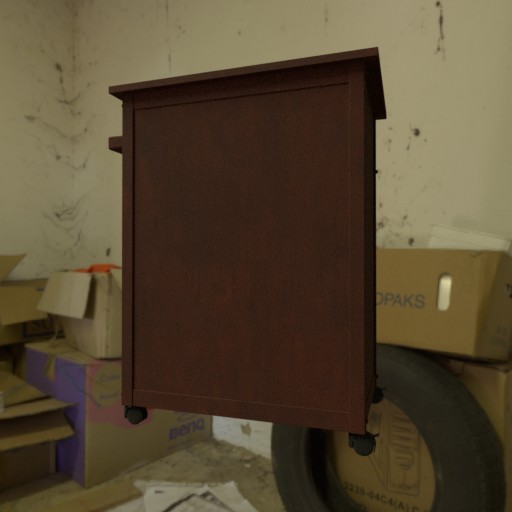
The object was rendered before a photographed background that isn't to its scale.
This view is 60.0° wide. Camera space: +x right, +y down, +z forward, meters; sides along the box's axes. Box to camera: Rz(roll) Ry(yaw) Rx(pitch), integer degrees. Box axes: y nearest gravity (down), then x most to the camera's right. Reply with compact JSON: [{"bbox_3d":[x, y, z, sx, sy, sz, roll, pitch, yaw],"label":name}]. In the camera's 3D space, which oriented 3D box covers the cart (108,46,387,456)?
[{"bbox_3d":[0.000,0.000,1.234,0.683,0.864,0.442,0,-1,19],"label":"cart"}]
